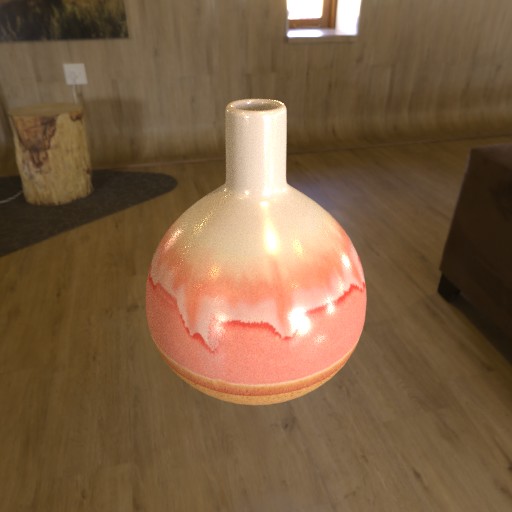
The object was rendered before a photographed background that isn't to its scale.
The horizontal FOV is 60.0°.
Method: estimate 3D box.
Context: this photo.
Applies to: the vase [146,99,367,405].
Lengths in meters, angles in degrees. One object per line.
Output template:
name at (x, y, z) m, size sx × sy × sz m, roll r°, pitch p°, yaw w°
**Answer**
vase at (0.000, 0.000, 0.266) m, size 0.137 × 0.176 × 0.137 m, roll 0°, pitch 31°, yaw 0°
